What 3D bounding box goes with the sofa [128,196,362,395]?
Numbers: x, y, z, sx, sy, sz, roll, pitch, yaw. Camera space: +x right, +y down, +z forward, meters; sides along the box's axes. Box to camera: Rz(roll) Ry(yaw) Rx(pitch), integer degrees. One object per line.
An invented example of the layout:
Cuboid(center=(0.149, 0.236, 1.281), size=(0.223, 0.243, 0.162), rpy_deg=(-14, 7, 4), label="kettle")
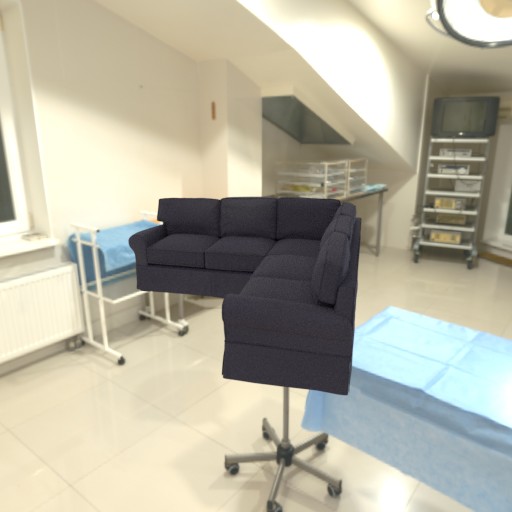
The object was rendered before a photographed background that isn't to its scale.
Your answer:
Cuboid(center=(0.000, 0.000, 5.180), size=(2.874, 1.169, 3.773), rpy_deg=(-16, 23, -43), label="sofa")
